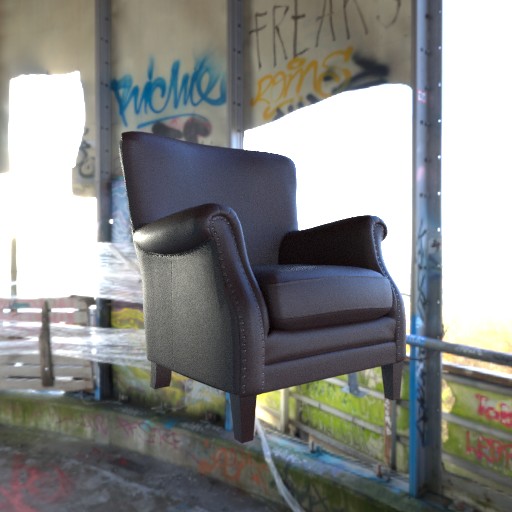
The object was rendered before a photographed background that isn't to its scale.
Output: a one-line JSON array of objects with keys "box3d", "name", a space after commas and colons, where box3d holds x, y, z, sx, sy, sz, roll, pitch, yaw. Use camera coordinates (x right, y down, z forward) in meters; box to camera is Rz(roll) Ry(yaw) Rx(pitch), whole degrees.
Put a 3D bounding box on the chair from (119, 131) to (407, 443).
[{"box3d": [0.000, 0.000, 1.356, 0.700, 0.800, 0.746, -1, 1, -35], "name": "chair"}]
